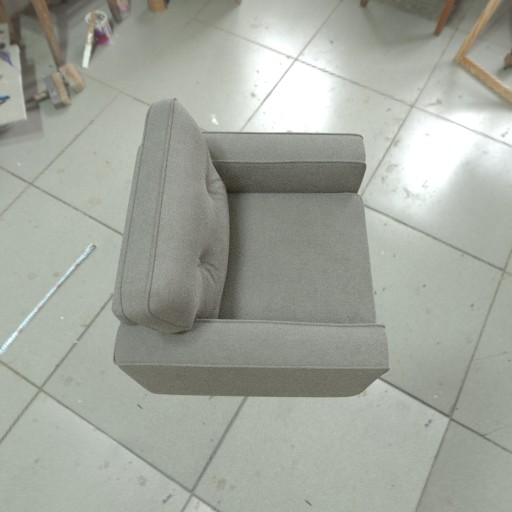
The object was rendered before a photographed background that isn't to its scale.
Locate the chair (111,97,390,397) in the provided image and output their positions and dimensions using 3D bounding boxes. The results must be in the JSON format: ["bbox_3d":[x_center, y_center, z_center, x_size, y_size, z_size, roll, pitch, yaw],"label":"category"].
[{"bbox_3d":[0.000,0.000,1.815,0.939,0.965,1.015,1,64,0],"label":"chair"}]
